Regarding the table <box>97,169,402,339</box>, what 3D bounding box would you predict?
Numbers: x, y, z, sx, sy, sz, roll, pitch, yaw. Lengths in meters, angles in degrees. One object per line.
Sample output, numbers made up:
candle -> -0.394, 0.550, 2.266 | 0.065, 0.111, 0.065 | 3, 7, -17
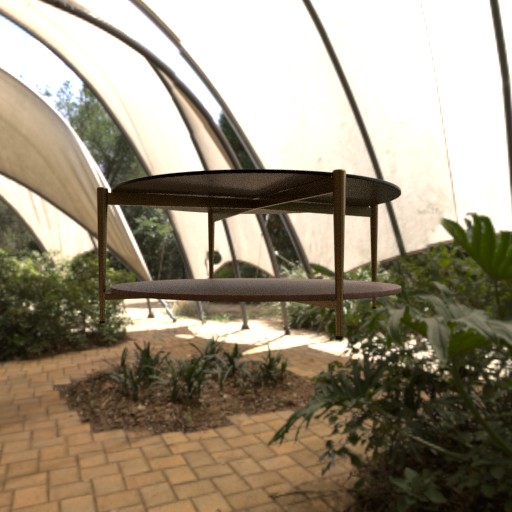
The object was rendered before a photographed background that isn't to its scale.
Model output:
table -> 0.000, 0.000, 1.504 | 0.938, 0.400, 0.938 | 0, -1, 36
